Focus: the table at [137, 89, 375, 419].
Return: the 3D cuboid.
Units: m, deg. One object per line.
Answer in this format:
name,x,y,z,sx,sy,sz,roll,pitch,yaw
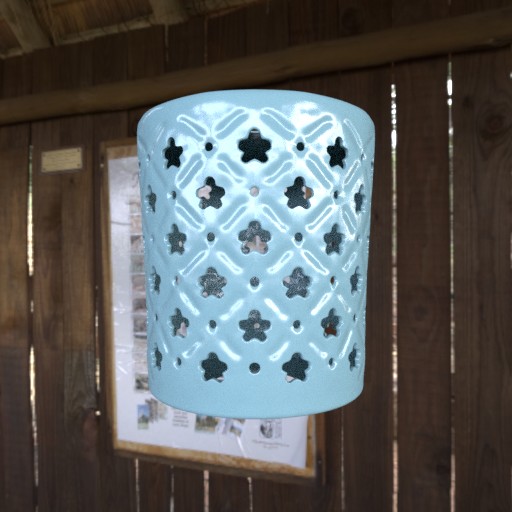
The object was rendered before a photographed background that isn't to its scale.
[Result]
table,0.000,0.000,0.673,0.352,0.387,0.352,0,0,0
